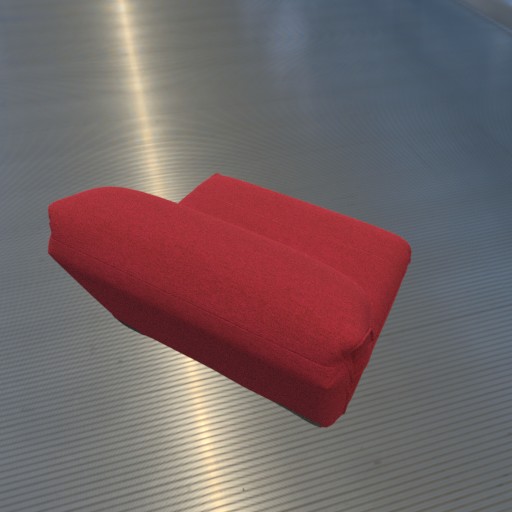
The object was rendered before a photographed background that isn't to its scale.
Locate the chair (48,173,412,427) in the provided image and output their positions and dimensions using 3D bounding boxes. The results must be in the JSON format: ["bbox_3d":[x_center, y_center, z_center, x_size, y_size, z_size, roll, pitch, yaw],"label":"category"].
[{"bbox_3d":[0.000,0.000,1.326,0.820,0.580,0.780,22,50,20],"label":"chair"}]
